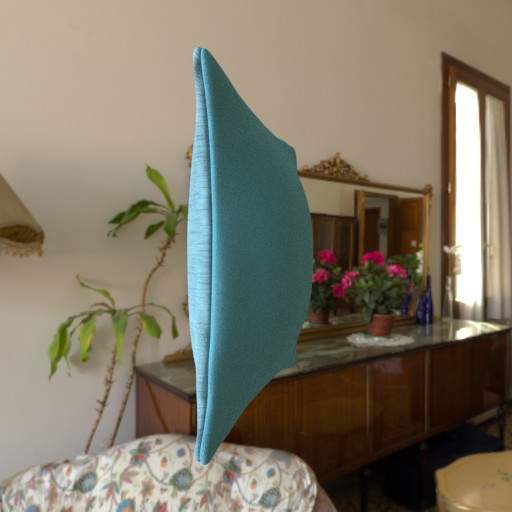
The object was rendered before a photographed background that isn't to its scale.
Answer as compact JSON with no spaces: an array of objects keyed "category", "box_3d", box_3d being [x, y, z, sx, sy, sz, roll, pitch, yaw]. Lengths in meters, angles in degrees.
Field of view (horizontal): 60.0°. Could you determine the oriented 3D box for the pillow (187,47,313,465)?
[{"category":"pillow","box_3d":[0.000,0.000,0.640,0.151,0.415,0.433,0,0,17]}]
